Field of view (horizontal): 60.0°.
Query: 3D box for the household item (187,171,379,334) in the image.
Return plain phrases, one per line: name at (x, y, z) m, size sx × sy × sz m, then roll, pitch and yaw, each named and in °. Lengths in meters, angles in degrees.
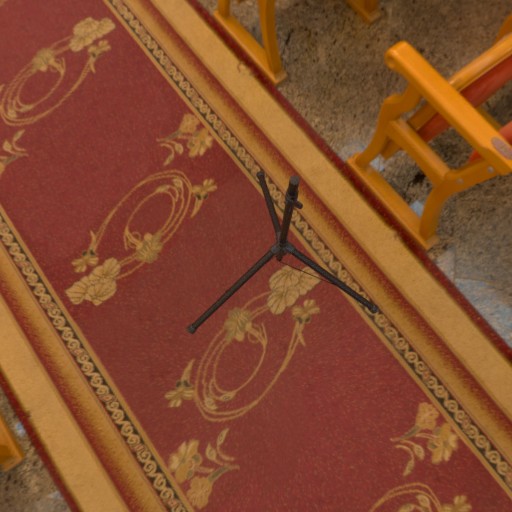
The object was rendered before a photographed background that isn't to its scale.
household item at (0.000, 0.000, 1.917) m, size 0.907 × 1.136 × 1.045 m, roll -35°, pitch 78°, yaw -9°
